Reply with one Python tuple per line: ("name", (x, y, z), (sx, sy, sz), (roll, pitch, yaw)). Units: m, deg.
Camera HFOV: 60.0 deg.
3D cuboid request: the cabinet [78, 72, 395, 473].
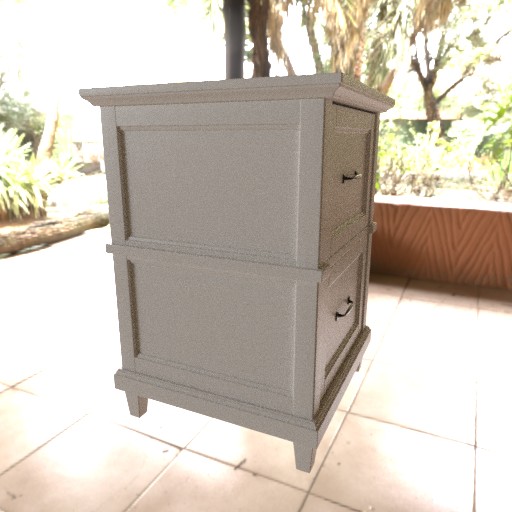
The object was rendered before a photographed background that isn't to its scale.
("cabinet", (0.000, 0.000, 1.126), (0.547, 0.775, 0.544), (7, 16, 24))
